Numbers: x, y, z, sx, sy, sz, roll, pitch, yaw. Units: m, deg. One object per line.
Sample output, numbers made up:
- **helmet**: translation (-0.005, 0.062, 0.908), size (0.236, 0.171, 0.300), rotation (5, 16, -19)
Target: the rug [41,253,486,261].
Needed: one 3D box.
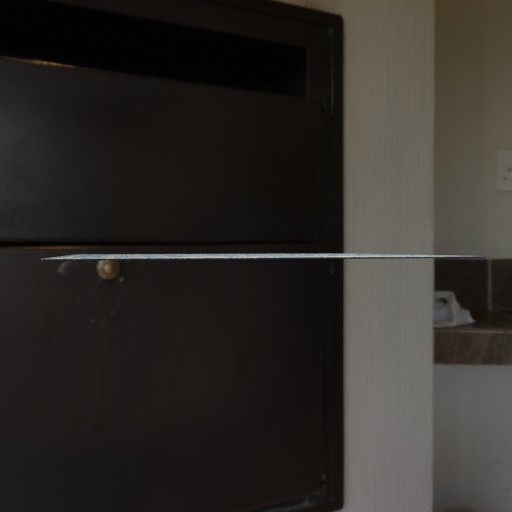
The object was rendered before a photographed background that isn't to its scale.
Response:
- **rug**: translation (0.000, 0.000, 2.208), size (1.795, 0.008, 1.102), rotation (0, 1, -17)
